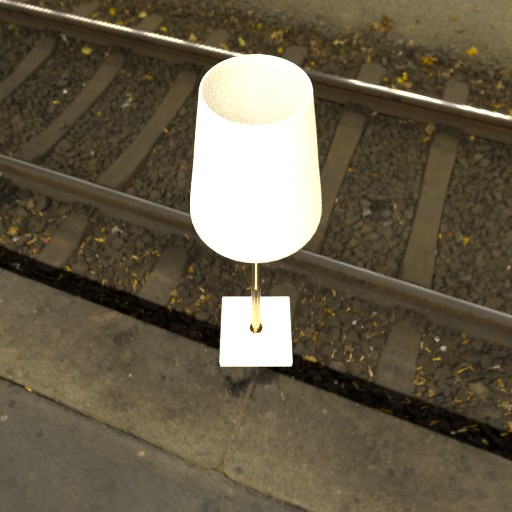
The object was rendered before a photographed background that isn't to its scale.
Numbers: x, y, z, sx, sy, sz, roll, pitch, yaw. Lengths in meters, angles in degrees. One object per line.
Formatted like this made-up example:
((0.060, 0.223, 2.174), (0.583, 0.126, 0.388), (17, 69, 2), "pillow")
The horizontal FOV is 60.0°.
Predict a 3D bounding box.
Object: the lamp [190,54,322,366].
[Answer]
((0.000, 0.000, 0.722), (0.181, 0.639, 0.181), (0, 57, 0), "lamp")
